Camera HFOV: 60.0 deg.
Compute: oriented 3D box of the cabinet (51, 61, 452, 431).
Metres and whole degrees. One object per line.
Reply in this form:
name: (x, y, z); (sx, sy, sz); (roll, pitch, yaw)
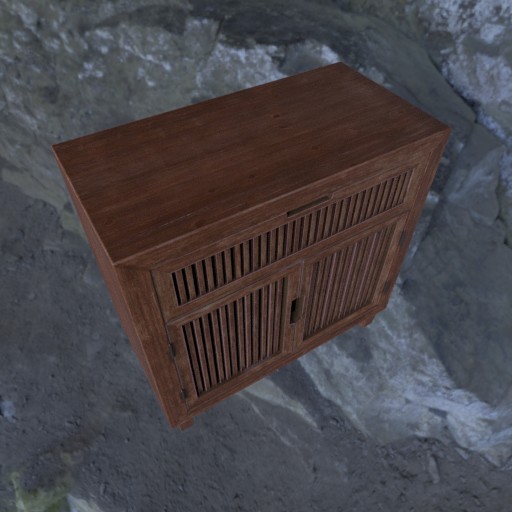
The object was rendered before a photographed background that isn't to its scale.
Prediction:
cabinet: (0.000, 0.000, 1.270); (0.796, 0.785, 0.412); (-24, 52, -21)
